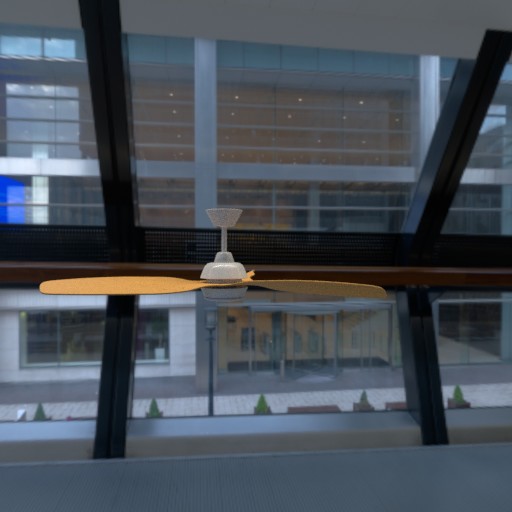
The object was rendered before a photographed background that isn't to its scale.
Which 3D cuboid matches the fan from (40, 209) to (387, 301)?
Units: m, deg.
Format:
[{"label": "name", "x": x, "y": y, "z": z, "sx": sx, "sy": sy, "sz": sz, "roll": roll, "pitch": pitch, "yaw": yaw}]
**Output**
[{"label": "fan", "x": 0.000, "y": 0.000, "z": 1.655, "sx": 1.010, "sy": 0.355, "sz": 1.142, "roll": 1, "pitch": 1, "yaw": 37}]
